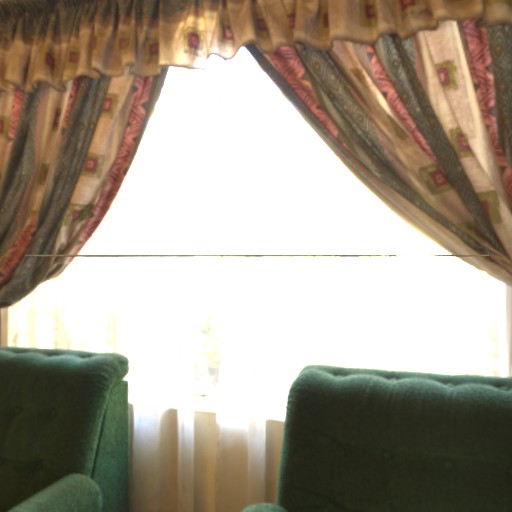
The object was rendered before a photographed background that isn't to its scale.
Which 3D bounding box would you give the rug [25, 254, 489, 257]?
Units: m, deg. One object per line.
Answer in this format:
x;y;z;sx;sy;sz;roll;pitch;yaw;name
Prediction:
0.000;0.000;2.507;2.275;0.009;0.684;0;0;1;rug
